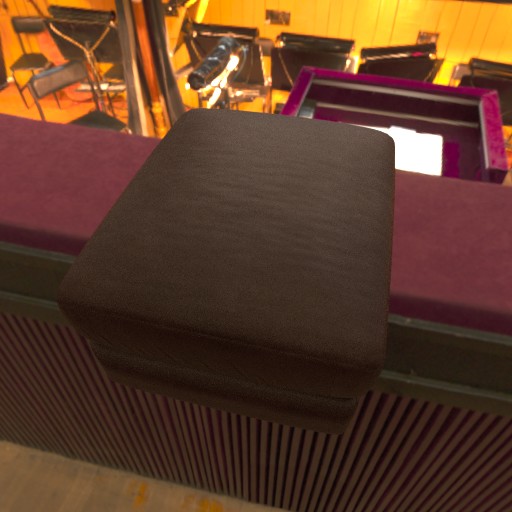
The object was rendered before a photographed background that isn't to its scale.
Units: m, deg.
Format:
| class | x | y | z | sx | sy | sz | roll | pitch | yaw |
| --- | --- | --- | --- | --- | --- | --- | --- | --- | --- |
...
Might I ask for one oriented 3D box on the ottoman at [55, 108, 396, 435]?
| class | x | y | z | sx | sy | sz | roll | pitch | yaw |
| --- | --- | --- | --- | --- | --- | --- | --- | --- | --- |
| ottoman | 0.000 | 0.000 | 1.228 | 0.670 | 0.569 | 0.806 | 10 | 47 | 10 |
